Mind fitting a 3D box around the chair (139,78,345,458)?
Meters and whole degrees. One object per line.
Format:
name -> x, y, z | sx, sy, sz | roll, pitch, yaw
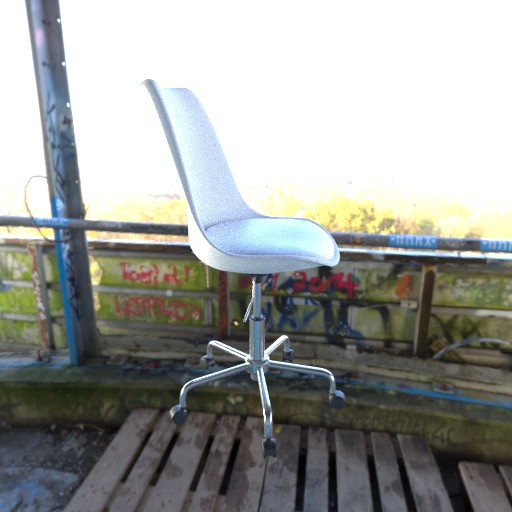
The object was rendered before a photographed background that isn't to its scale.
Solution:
chair -> 0.000, 0.000, 1.266 | 0.550, 0.930, 0.550 | 3, 16, 10
